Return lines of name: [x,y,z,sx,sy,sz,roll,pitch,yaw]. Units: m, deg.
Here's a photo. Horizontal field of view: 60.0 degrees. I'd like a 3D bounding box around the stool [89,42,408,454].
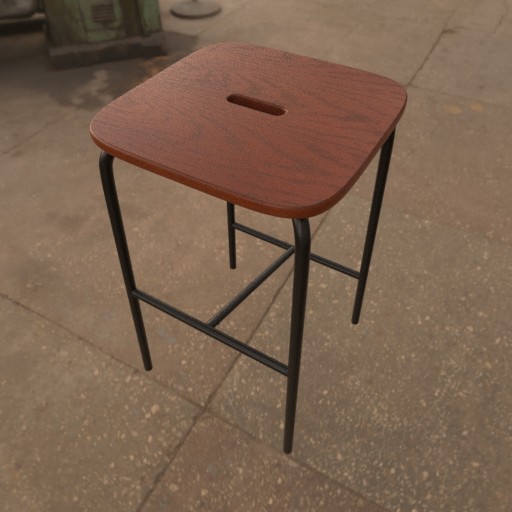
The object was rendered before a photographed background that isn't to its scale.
stool: [0.000,0.000,0.832,0.376,0.610,0.376,23,51,20]
